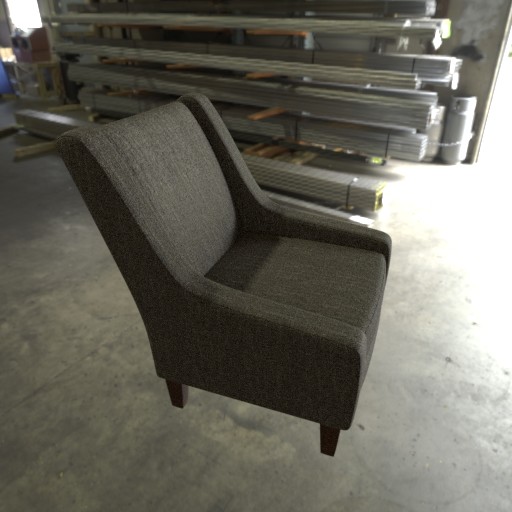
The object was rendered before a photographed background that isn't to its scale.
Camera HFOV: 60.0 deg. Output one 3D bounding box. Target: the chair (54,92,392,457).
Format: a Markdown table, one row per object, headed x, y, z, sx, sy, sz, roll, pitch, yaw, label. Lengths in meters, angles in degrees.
| x | y | z | sx | sy | sz | roll | pitch | yaw | label |
| --- | --- | --- | --- | --- | --- | --- | --- | --- | --- |
| 0.000 | 0.000 | 1.656 | 0.944 | 1.012 | 0.793 | 11 | 31 | 18 | chair |
